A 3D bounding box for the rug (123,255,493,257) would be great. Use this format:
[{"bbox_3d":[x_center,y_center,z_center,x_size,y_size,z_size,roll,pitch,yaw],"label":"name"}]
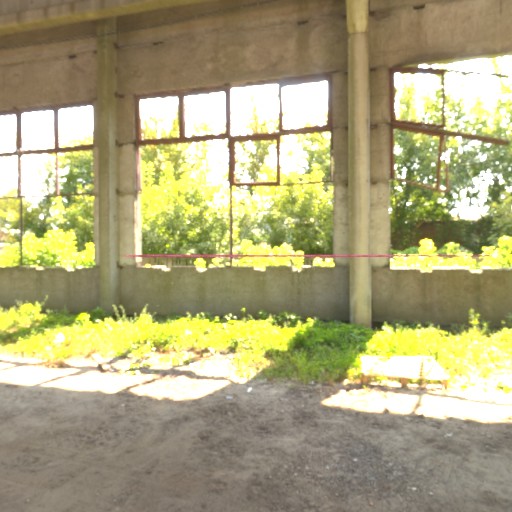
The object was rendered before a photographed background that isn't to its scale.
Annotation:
[{"bbox_3d":[0.000,0.000,4.278,2.389,0.011,3.306,0,0,-18],"label":"rug"}]
